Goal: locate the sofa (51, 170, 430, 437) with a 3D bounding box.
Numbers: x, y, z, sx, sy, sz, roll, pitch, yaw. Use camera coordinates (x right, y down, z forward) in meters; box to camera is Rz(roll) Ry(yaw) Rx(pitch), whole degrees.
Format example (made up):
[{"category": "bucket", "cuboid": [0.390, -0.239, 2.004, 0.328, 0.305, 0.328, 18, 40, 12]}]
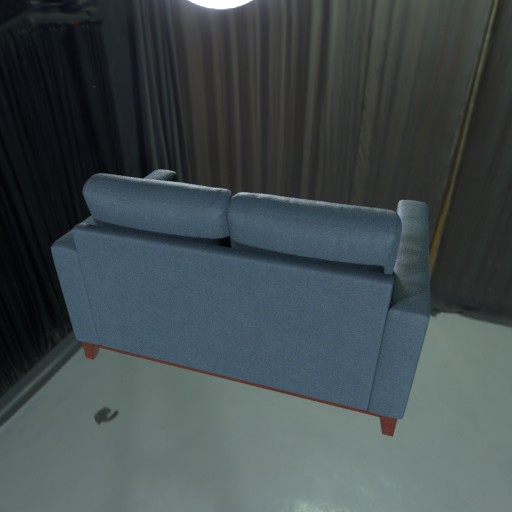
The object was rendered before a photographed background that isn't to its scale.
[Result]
[{"category": "sofa", "cuboid": [0.000, 0.000, 2.100, 1.489, 0.903, 0.955, 10, 33, 15]}]
